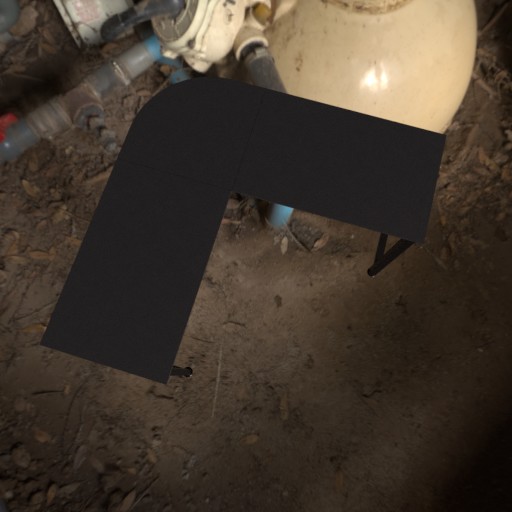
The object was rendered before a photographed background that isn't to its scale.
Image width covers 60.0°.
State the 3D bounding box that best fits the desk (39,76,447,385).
[{"bbox_3d":[0.000,0.000,2.270,1.400,0.762,1.400,16,76,4],"label":"desk"}]
